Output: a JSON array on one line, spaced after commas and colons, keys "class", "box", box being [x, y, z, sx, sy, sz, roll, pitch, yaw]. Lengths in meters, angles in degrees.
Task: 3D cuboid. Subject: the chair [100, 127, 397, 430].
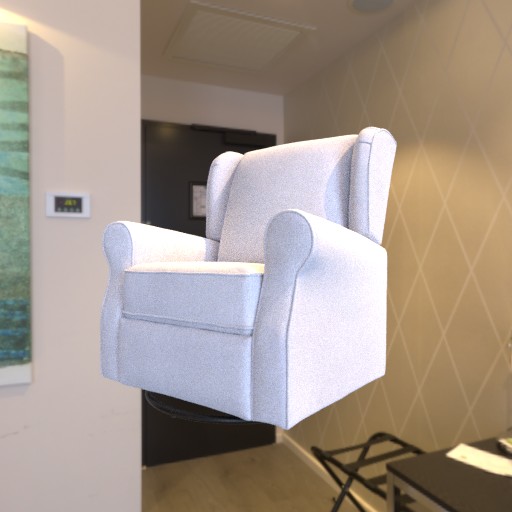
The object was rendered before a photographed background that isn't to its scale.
[{"class": "chair", "box": [0.000, 0.000, 1.670, 0.906, 0.967, 0.854, 1, 1, 37]}]
